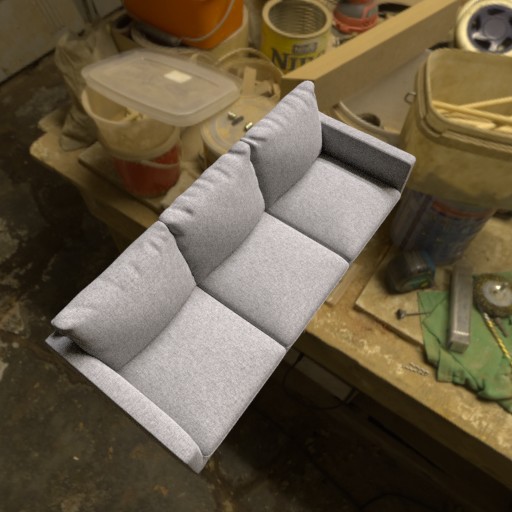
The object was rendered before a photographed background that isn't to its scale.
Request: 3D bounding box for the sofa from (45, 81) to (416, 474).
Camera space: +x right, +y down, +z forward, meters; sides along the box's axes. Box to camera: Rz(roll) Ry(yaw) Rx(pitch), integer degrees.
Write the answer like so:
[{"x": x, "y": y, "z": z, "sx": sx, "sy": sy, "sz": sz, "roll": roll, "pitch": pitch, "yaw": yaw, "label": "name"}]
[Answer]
[{"x": 0.000, "y": 0.000, "z": 2.367, "sx": 0.850, "sy": 0.830, "sz": 2.000, "roll": 32, "pitch": 63, "yaw": 18, "label": "sofa"}]
